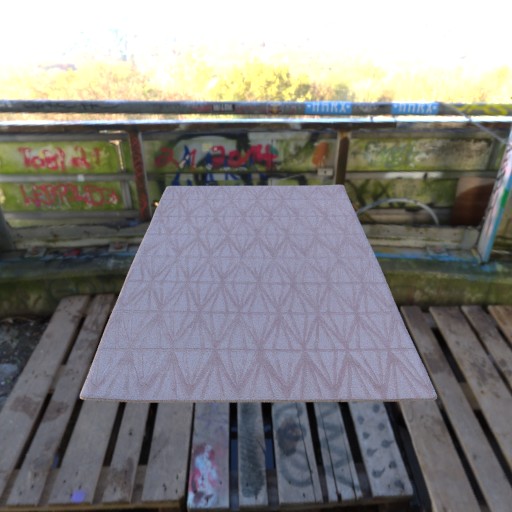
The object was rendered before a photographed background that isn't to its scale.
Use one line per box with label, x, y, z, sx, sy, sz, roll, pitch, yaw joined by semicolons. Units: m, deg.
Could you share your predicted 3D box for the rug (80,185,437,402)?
rug;0.000;0.000;2.278;1.230;0.025;1.837;0;32;0
